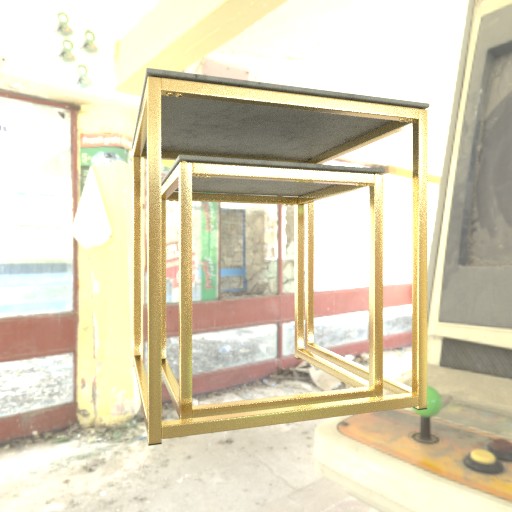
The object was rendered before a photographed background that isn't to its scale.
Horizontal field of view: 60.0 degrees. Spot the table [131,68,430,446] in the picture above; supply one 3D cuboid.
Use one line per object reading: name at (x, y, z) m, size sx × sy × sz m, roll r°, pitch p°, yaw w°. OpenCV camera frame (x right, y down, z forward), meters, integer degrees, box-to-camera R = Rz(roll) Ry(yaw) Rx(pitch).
table at (0.000, 0.000, 0.867) m, size 0.450 × 0.500 × 0.450 m, roll 0°, pitch 0°, yaw -18°
